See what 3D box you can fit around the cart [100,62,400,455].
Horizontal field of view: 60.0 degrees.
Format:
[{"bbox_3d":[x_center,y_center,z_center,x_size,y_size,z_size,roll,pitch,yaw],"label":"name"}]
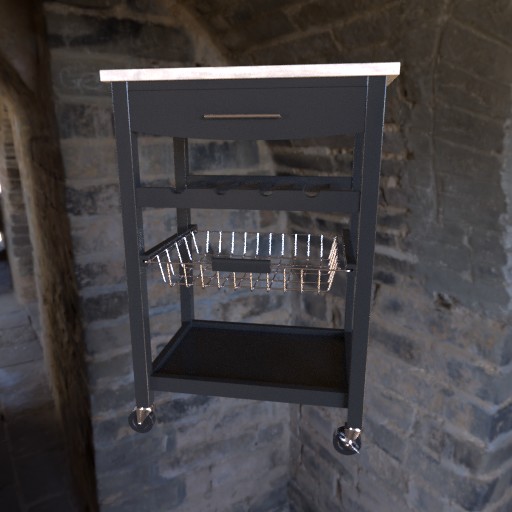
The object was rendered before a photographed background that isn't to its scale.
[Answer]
[{"bbox_3d":[0.000,0.000,1.128,0.584,0.839,0.403,2,15,9],"label":"cart"}]
